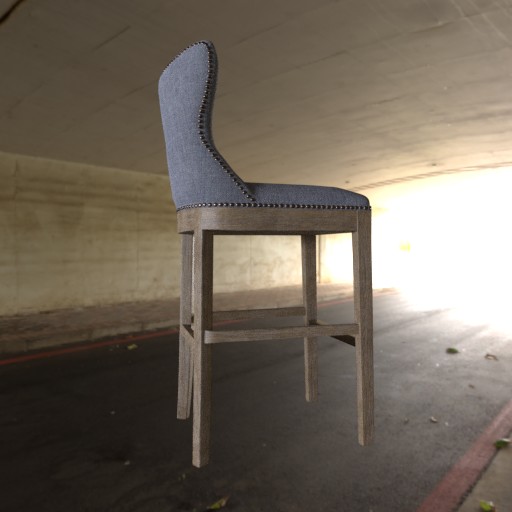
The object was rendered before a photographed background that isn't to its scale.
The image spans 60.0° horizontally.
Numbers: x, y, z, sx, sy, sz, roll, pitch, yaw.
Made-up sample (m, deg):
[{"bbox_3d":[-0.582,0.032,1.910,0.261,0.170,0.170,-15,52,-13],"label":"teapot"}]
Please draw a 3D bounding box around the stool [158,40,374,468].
[{"bbox_3d":[0.000,0.000,1.417,0.606,1.123,0.494,0,1,-17],"label":"stool"}]
